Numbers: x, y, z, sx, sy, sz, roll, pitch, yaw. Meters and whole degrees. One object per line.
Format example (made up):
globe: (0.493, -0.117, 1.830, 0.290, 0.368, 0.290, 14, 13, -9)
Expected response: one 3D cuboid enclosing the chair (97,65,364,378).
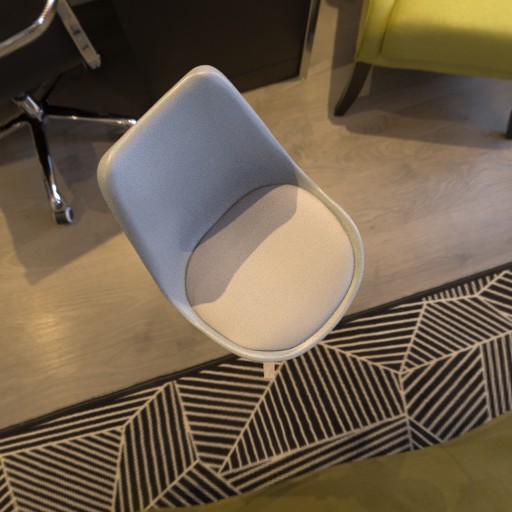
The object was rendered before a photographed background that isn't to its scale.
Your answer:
chair: (0.000, 0.000, 1.180, 0.550, 0.850, 0.485, 40, 80, 9)
